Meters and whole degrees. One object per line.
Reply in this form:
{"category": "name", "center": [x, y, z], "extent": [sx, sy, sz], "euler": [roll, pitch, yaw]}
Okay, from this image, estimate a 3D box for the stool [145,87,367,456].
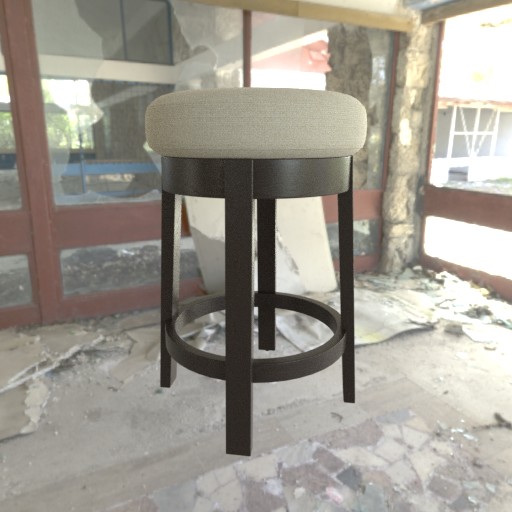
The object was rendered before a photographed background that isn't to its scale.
{"category": "stool", "center": [0.000, 0.000, 0.950], "extent": [0.449, 0.655, 0.449], "euler": [0, 15, 0]}
